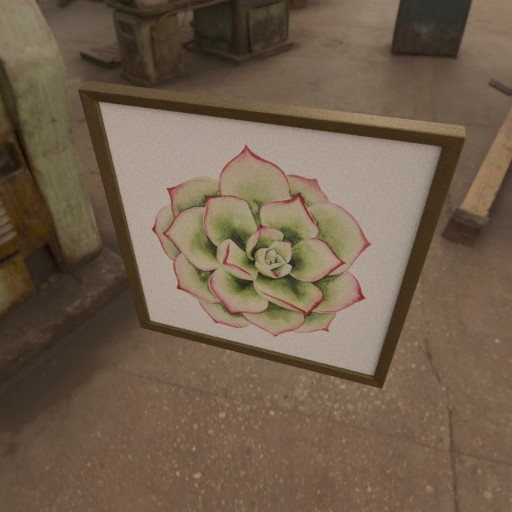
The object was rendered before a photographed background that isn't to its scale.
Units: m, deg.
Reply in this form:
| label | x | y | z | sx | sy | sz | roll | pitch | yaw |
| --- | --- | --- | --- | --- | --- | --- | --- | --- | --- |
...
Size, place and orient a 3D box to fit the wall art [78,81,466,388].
| label | x | y | z | sx | sy | sz | roll | pitch | yaw |
| --- | --- | --- | --- | --- | --- | --- | --- | --- | --- |
| wall art | 0.000 | 0.000 | 0.729 | 0.503 | 0.506 | 0.031 | 11 | 42 | 13 |
